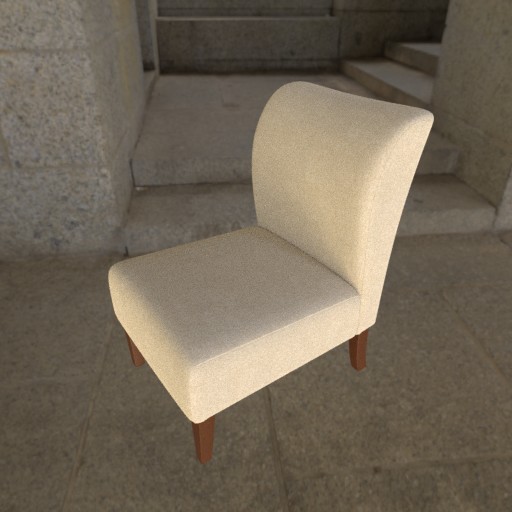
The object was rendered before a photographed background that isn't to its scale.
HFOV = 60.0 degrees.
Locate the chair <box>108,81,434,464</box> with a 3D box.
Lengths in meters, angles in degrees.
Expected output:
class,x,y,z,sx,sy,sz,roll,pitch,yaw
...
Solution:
class,x,y,z,sx,sy,sz,roll,pitch,yaw
chair,0.000,0.000,1.300,0.754,0.833,0.521,-21,37,-30
